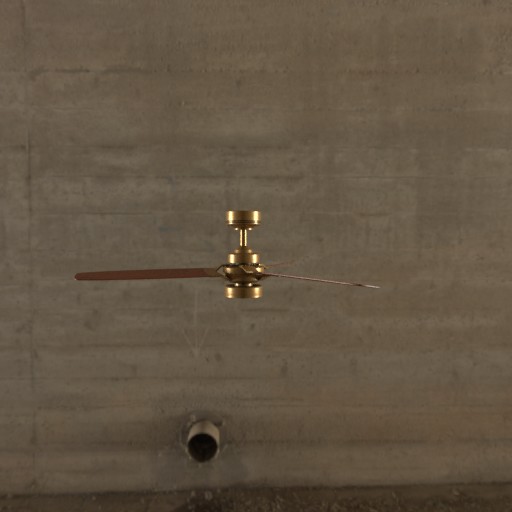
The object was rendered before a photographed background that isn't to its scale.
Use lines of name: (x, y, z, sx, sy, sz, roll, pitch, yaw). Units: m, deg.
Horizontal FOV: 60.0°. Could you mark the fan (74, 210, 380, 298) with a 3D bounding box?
fan: (0.000, 0.000, 2.045, 1.416, 0.425, 1.271, -2, 3, -36)
